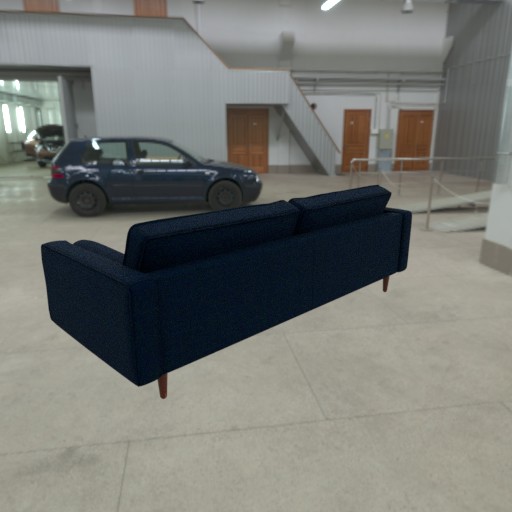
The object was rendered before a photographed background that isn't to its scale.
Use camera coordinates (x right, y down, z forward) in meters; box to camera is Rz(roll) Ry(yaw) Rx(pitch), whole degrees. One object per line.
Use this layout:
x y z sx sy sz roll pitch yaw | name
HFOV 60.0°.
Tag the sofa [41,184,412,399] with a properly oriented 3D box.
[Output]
0.000 0.000 2.720 2.210 0.762 0.914 -15 22 -42 | sofa
